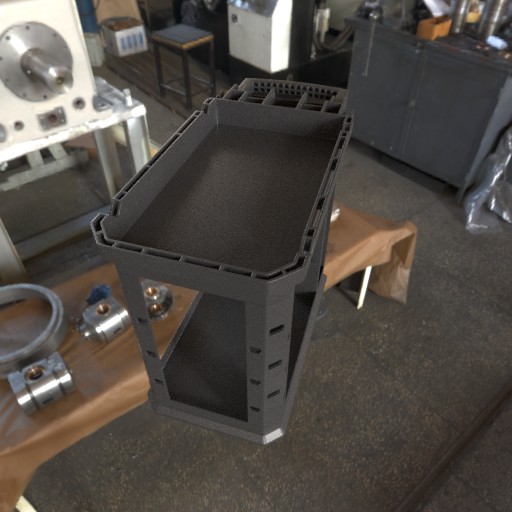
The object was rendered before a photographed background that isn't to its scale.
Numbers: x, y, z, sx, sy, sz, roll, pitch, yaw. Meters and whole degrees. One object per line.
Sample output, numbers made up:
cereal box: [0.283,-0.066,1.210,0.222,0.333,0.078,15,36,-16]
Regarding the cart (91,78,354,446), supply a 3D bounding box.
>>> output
cart: [0.000,0.000,1.573,0.497,0.884,1.061,12,44,13]
